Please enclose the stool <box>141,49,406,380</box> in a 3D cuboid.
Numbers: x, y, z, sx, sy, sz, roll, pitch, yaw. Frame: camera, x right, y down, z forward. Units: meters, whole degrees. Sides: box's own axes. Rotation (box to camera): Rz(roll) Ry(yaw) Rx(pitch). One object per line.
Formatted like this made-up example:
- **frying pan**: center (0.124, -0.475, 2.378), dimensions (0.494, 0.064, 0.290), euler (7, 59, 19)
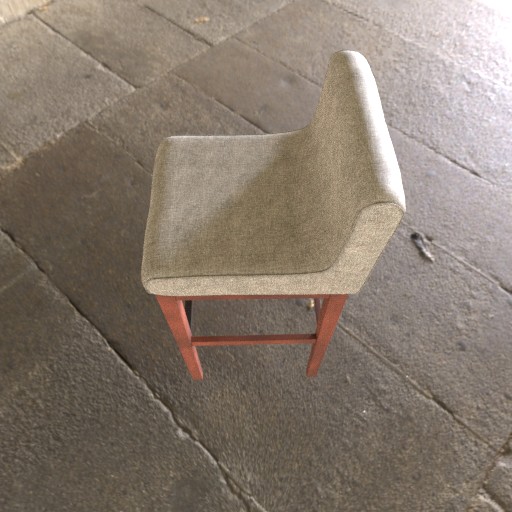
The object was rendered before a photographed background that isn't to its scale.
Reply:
- **stool**: center (0.000, 0.000, 1.220), dimensions (0.499, 0.965, 0.426), euler (-1, 57, -1)
